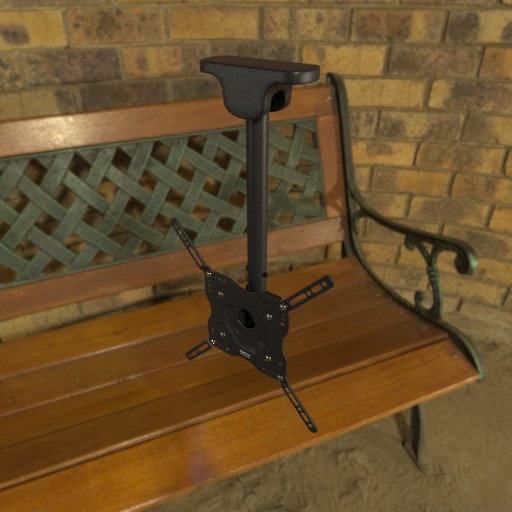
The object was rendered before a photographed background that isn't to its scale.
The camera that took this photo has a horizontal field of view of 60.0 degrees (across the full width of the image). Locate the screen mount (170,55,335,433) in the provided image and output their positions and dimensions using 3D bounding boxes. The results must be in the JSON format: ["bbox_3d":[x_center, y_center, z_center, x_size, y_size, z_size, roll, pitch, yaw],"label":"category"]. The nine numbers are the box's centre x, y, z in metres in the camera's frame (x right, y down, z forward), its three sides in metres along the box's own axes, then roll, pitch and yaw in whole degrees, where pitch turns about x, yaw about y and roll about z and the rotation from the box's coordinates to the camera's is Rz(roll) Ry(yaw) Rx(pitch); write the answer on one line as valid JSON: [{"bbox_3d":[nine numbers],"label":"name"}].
[{"bbox_3d":[0.000,0.000,0.902,0.393,0.729,0.090,21,38,30],"label":"screen mount"}]
